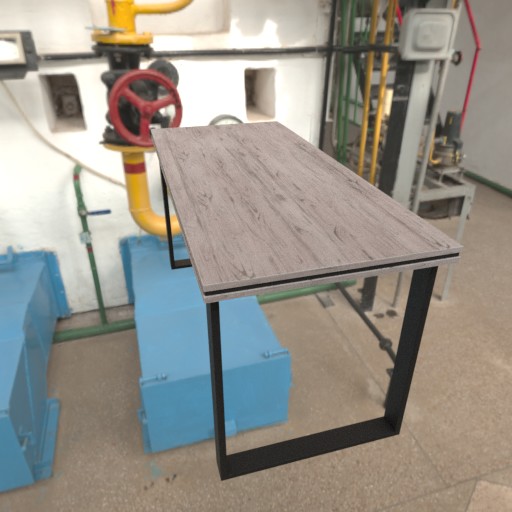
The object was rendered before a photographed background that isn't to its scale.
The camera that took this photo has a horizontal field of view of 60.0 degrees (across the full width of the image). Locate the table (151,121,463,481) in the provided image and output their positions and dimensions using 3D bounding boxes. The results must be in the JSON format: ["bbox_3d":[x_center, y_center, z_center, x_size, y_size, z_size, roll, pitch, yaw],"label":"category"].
[{"bbox_3d":[0.000,0.000,2.208,0.795,0.899,1.778,-8,30,-14],"label":"table"}]
